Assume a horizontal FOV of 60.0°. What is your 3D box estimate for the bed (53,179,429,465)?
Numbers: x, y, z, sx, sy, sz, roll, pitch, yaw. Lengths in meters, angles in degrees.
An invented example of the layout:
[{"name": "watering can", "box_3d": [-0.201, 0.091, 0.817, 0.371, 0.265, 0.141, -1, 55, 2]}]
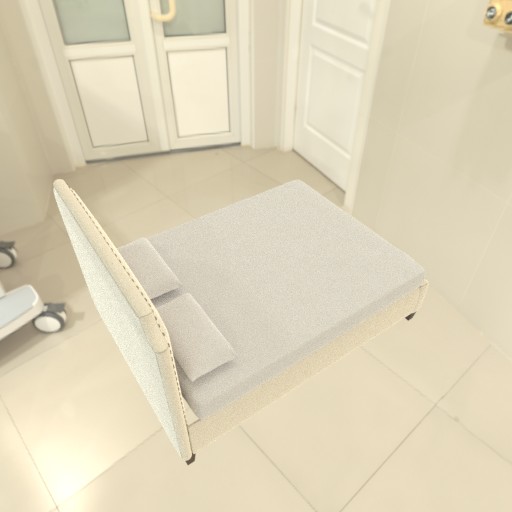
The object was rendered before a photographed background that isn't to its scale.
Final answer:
[{"name": "bed", "box_3d": [0.000, 0.000, 3.501, 2.372, 1.497, 1.712, -25, 48, -25]}]
